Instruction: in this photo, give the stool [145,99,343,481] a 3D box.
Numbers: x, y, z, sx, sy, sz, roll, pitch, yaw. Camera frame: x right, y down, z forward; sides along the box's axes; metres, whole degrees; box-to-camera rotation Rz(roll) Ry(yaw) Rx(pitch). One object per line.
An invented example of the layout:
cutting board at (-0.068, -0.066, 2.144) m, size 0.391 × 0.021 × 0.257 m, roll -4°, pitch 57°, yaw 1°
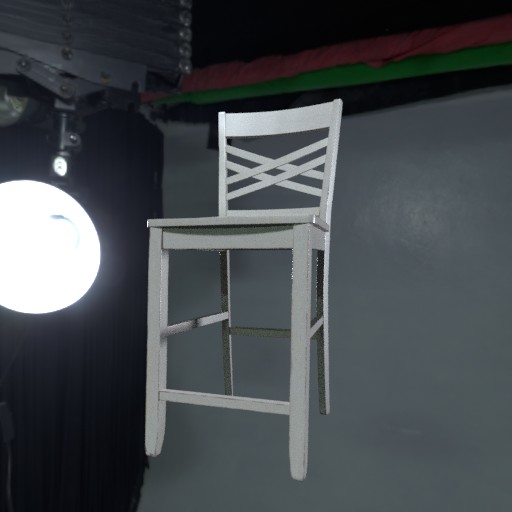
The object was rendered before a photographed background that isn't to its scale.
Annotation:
stool at (0.000, 0.000, 1.367) m, size 0.462 × 1.079 × 0.539 m, roll 0°, pitch 0°, yaw 19°
